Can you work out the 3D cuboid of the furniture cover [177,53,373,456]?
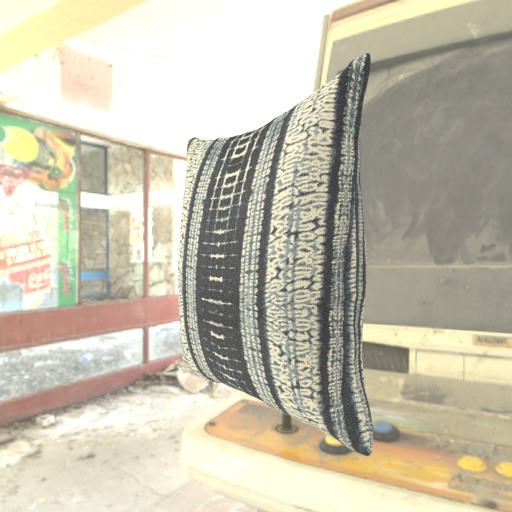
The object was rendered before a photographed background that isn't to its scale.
[{"bbox_3d":[0.000,0.000,0.646,0.133,0.435,0.425,0,0,-35],"label":"furniture cover"}]
